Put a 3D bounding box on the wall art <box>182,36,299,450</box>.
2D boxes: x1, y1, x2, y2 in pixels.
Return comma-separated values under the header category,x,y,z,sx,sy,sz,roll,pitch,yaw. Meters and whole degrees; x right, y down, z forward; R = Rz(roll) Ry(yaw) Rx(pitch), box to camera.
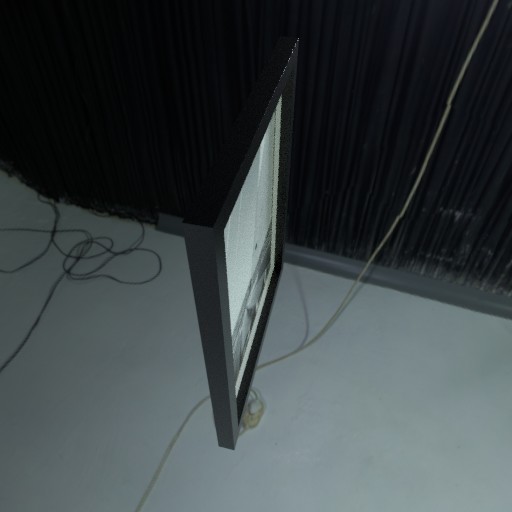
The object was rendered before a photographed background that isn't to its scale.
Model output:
category,x,y,z,sx,sy,sz,roll,pitch,yaw
wall art,0.000,0.000,0.767,0.031,0.558,0.461,10,48,9
